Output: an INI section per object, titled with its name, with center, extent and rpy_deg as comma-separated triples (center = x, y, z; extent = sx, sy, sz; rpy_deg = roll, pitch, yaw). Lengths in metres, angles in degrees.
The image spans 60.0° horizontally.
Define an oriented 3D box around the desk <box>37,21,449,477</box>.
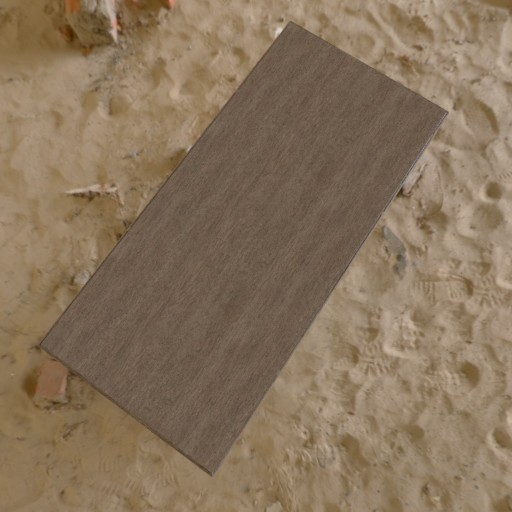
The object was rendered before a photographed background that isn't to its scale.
[desk]
center = 0.000, 0.000, 1.762
extent = 0.610, 0.912, 1.289
rpy_deg = 34, 79, 7
